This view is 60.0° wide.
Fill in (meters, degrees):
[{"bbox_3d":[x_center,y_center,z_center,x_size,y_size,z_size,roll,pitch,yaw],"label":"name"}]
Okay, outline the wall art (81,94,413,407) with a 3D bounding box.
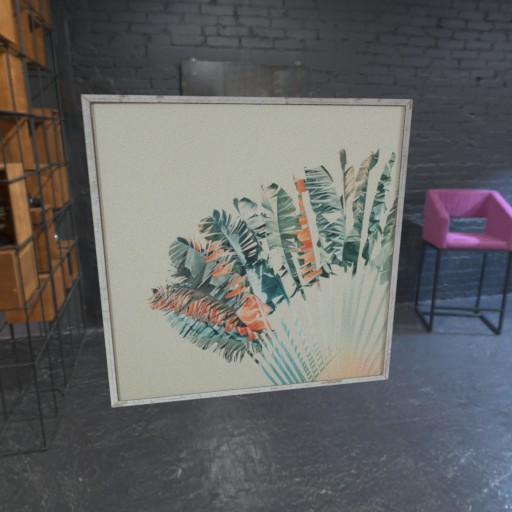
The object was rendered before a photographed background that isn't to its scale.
[{"bbox_3d":[0.000,0.000,0.750,0.508,0.506,0.029,-3,16,-10],"label":"wall art"}]
